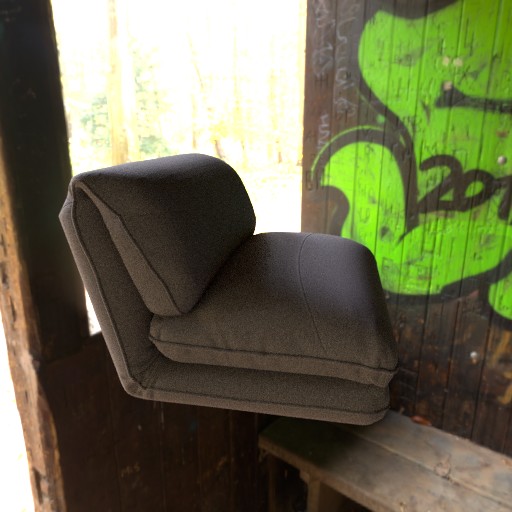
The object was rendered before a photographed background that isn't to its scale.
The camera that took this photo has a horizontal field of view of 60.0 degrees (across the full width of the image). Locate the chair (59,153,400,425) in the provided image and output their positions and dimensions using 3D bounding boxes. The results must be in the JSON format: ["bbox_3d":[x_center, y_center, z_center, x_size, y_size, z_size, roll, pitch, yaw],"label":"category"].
[{"bbox_3d":[0.000,0.000,1.341,0.780,0.580,0.820,3,16,10],"label":"chair"}]
